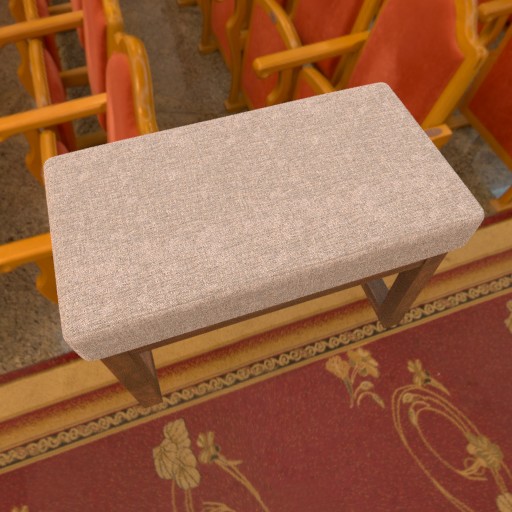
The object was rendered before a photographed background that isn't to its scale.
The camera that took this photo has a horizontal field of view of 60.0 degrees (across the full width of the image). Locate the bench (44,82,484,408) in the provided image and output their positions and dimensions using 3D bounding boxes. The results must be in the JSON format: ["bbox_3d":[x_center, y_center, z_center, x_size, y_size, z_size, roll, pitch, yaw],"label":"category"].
[{"bbox_3d":[0.000,0.000,0.937,0.681,0.467,0.366,-16,60,-10],"label":"bench"}]
